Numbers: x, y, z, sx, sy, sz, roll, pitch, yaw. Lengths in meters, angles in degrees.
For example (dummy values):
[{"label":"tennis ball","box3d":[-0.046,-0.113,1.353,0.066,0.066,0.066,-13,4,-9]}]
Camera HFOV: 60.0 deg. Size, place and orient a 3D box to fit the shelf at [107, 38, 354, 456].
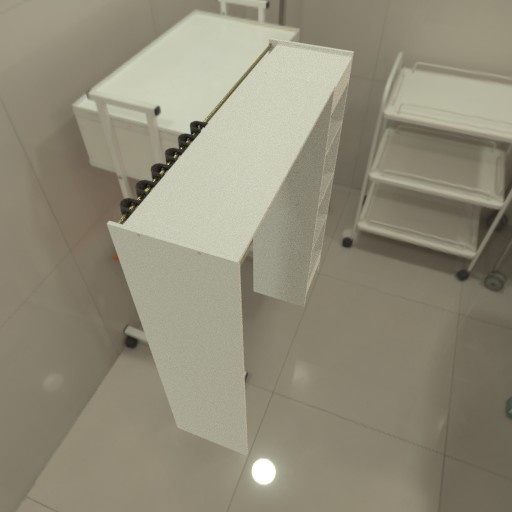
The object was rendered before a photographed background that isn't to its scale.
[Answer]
[{"label":"shelf","box3d":[0.000,0.000,2.601,0.500,1.810,1.600,16,50,14]}]
